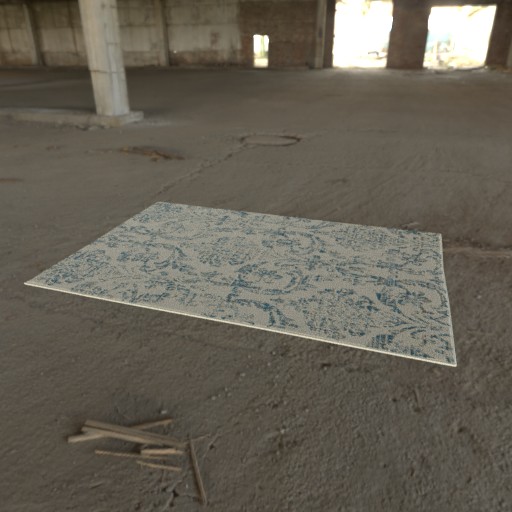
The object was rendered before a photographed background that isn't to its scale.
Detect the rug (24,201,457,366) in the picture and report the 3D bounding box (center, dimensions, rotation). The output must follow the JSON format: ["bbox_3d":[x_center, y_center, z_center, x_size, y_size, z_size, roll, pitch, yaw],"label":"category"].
[{"bbox_3d":[0.000,0.000,2.278,1.831,0.012,1.213,8,27,16],"label":"rug"}]
